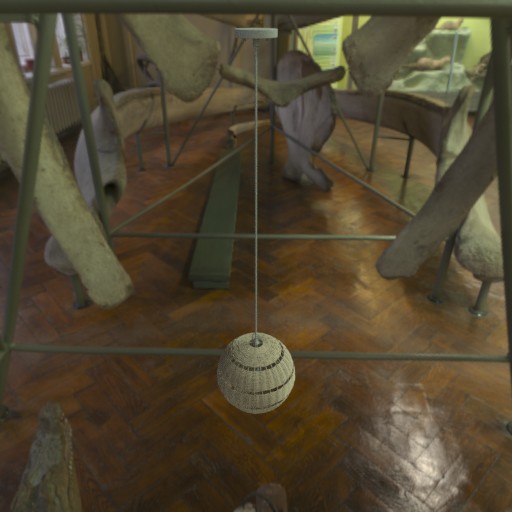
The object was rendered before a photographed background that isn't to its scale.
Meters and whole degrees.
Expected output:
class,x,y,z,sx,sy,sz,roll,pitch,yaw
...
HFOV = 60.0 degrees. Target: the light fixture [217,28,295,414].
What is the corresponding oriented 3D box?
class,x,y,z,sx,sy,sz,roll,pitch,yaw
light fixture,0.000,0.000,2.212,0.457,2.019,0.457,1,30,2
